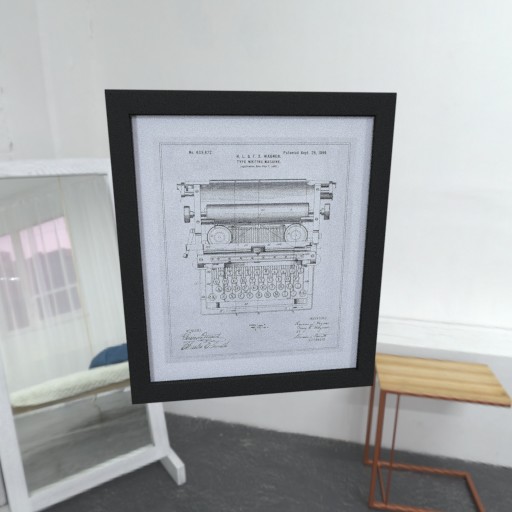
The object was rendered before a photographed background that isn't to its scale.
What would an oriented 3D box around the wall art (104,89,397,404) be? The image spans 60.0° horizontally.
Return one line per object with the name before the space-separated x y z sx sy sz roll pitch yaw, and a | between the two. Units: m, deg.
wall art | 0.000 0.000 0.728 0.432 0.508 0.021 -2 16 -7
